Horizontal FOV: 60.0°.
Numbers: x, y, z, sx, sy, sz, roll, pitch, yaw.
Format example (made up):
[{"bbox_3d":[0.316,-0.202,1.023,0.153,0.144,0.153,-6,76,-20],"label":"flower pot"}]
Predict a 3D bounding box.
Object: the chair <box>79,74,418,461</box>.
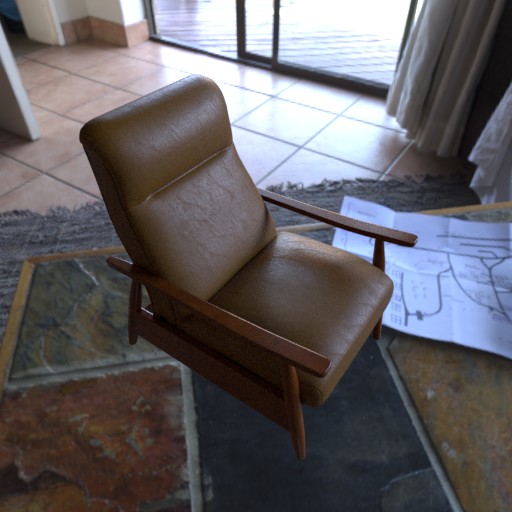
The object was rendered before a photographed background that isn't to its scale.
[{"bbox_3d":[0.000,0.000,1.759,1.014,1.082,0.762,26,48,25],"label":"chair"}]
